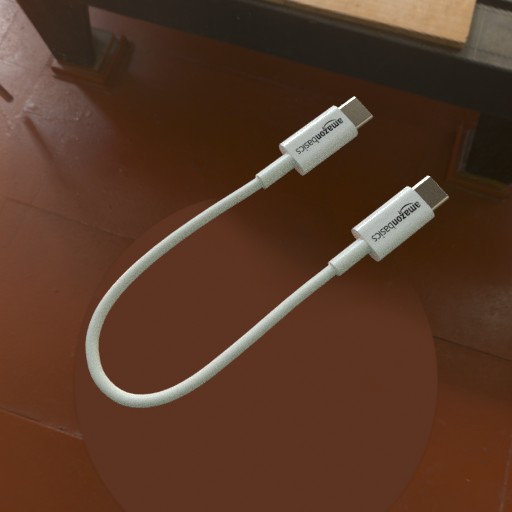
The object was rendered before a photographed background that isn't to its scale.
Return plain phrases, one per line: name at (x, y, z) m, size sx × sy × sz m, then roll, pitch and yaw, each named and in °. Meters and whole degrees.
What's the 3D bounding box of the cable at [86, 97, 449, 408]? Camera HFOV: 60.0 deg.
cable at (0.000, 0.000, 0.113) m, size 0.098 × 0.005 × 0.041 m, roll -37°, pitch 79°, yaw -8°
